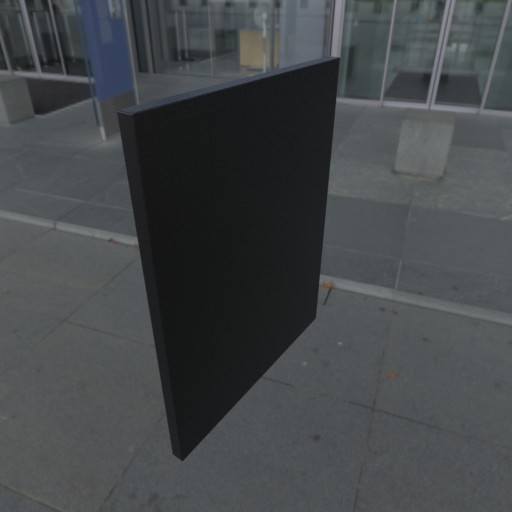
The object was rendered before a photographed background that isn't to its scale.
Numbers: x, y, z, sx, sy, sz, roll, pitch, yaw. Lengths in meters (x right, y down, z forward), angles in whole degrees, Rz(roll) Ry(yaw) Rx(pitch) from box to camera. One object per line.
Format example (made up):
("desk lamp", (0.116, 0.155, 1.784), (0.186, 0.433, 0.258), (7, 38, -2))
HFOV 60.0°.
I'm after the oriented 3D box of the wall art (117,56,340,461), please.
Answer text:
("wall art", (0.000, 0.000, 1.569), (0.053, 1.194, 0.950), (21, 38, 30))
